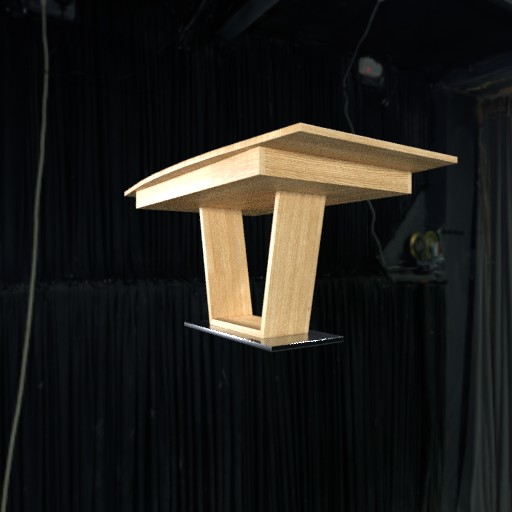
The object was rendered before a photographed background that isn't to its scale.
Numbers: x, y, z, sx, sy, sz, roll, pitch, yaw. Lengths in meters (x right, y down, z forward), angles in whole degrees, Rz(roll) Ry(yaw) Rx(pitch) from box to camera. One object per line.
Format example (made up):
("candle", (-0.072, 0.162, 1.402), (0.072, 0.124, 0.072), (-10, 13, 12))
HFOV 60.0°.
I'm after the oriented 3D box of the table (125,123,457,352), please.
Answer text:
("table", (0.000, 0.000, 2.132), (0.900, 0.748, 1.598), (0, 0, -34))
